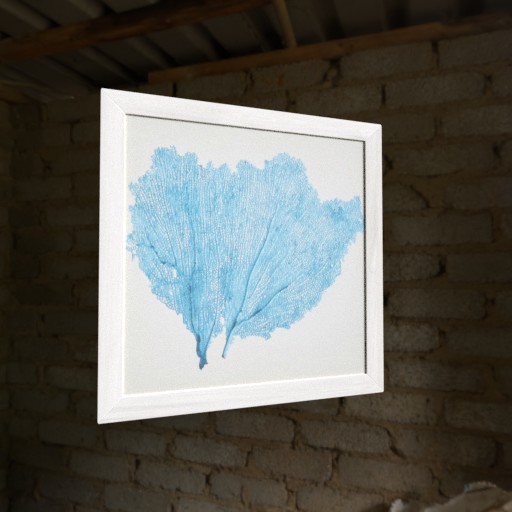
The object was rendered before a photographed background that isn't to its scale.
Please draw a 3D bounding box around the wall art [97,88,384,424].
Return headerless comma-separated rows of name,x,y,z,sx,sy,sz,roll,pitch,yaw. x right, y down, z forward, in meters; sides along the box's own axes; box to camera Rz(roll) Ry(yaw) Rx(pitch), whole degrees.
wall art,0.000,0.000,0.875,0.584,0.584,0.013,1,-2,-20
